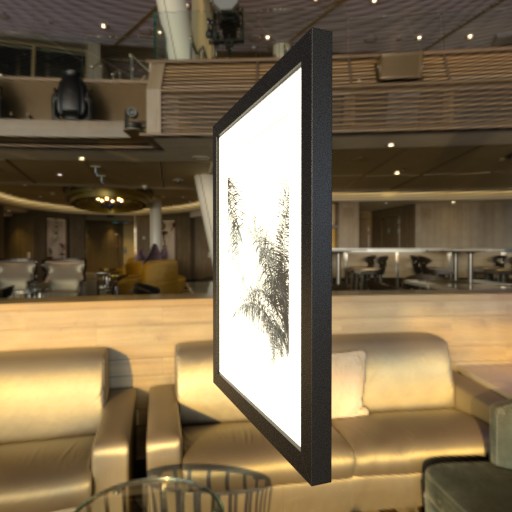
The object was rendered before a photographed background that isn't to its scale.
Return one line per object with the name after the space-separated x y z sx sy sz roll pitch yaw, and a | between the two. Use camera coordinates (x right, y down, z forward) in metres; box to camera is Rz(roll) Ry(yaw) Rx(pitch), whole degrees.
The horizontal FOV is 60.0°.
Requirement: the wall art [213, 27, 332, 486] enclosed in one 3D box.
0.000 0.000 0.756 0.028 0.557 0.457 0 1 -21 | wall art
